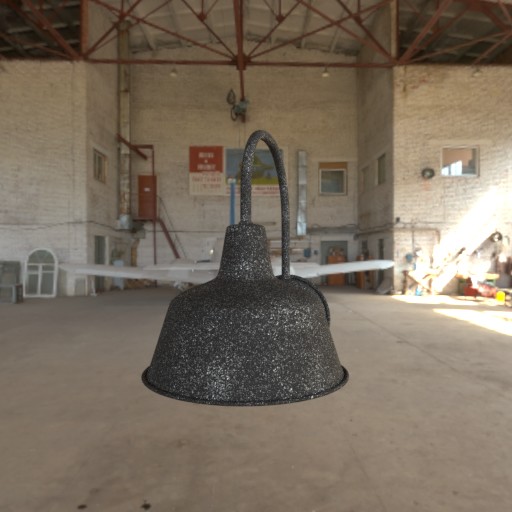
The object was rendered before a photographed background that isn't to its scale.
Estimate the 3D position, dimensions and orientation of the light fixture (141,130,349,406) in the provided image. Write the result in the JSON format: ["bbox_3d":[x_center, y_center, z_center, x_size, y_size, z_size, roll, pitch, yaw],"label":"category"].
[{"bbox_3d":[0.000,0.000,0.504,0.216,0.300,0.283,0,0,19],"label":"light fixture"}]
